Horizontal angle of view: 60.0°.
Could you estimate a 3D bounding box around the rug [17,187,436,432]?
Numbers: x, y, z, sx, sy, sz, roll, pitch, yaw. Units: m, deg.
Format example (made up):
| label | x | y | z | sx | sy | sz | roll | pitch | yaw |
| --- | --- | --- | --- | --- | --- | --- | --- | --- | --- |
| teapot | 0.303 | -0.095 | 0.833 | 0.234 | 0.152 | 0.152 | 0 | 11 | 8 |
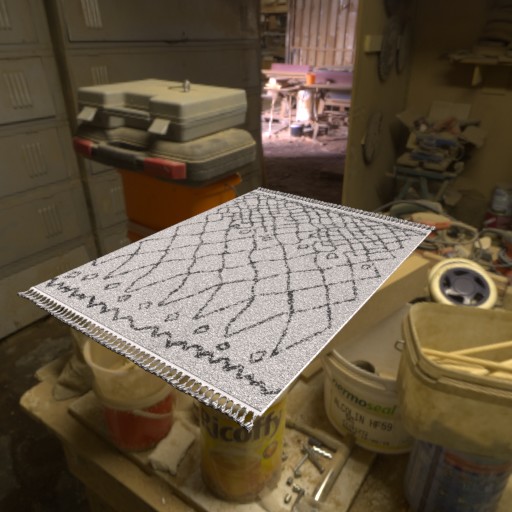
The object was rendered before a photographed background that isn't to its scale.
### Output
| label | x | y | z | sx | sy | sz | roll | pitch | yaw |
| --- | --- | --- | --- | --- | --- | --- | --- | --- | --- |
| rug | 0.000 | 0.000 | 2.868 | 1.613 | 0.017 | 2.312 | 18 | 32 | 32 |
